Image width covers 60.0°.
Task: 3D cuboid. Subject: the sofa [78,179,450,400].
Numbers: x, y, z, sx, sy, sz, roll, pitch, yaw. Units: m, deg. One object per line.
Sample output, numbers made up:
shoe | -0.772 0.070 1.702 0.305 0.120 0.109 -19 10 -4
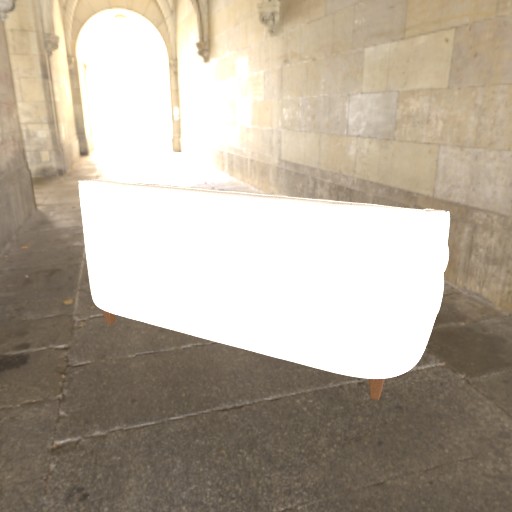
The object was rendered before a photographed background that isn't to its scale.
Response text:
sofa | 0.000 0.000 2.261 1.733 0.855 0.941 9 20 26
